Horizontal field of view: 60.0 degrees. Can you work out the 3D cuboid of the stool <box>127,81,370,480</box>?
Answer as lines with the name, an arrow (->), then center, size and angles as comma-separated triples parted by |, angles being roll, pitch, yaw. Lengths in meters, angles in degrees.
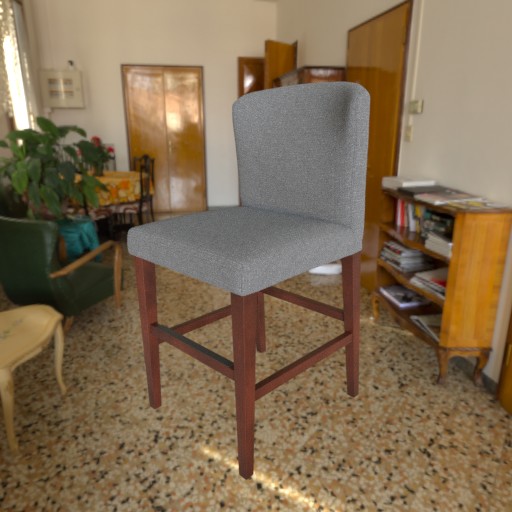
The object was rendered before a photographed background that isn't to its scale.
stool -> 0.000, 0.000, 1.286 | 0.479, 0.968, 0.568 | 16, 23, 42
